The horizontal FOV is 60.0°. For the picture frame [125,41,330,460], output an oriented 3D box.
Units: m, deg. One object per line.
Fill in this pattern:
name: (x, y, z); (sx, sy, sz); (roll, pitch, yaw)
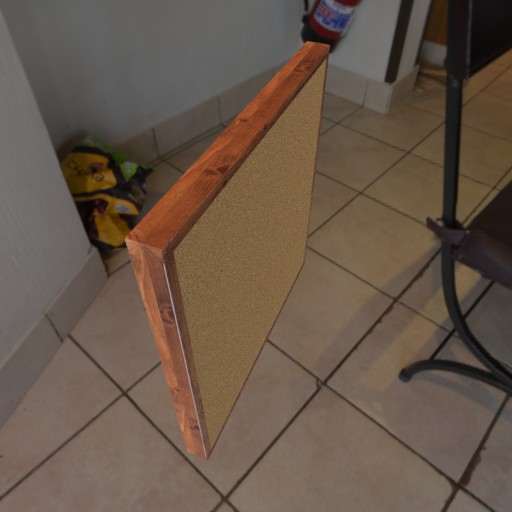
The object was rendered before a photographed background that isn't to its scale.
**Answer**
picture frame: (0.000, 0.000, 0.514); (0.028, 0.356, 0.352); (17, 48, 16)
